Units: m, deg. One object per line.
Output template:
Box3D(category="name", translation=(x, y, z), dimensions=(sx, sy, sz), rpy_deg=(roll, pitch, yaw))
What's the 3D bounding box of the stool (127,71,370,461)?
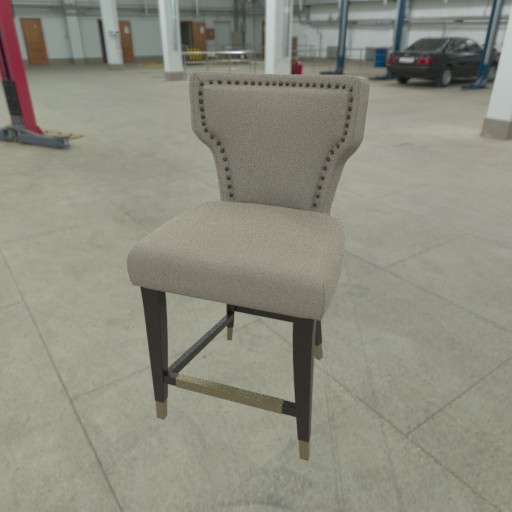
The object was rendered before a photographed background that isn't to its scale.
Box3D(category="stool", translation=(0.000, 0.000, 1.316), dimensions=(0.527, 0.982, 0.563), rpy_deg=(9, 28, 17))
